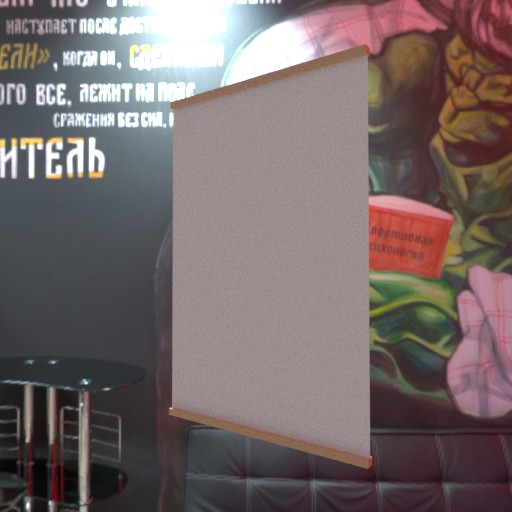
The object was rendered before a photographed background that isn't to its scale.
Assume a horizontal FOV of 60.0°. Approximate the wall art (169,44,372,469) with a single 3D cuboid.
[{"bbox_3d":[0.000,0.000,1.876,0.991,1.510,0.040,-1,-2,35],"label":"wall art"}]
